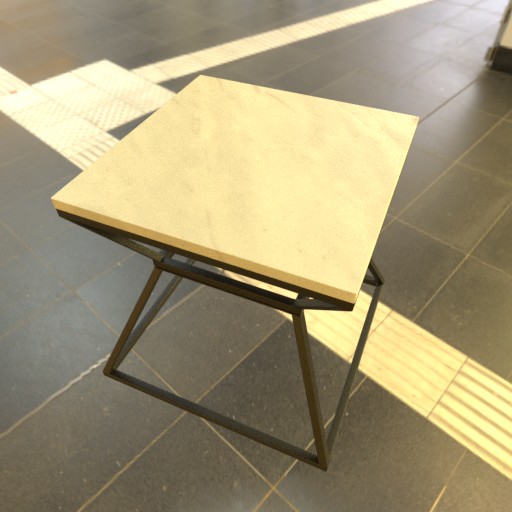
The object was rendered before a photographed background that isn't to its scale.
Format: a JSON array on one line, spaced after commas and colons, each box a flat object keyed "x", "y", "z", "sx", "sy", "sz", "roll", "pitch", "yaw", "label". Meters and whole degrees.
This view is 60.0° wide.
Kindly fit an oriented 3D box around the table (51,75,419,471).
[{"x": 0.000, "y": 0.000, "z": 0.801, "sx": 0.455, "sy": 0.431, "sz": 0.455, "roll": 17, "pitch": 48, "yaw": 16, "label": "table"}]
